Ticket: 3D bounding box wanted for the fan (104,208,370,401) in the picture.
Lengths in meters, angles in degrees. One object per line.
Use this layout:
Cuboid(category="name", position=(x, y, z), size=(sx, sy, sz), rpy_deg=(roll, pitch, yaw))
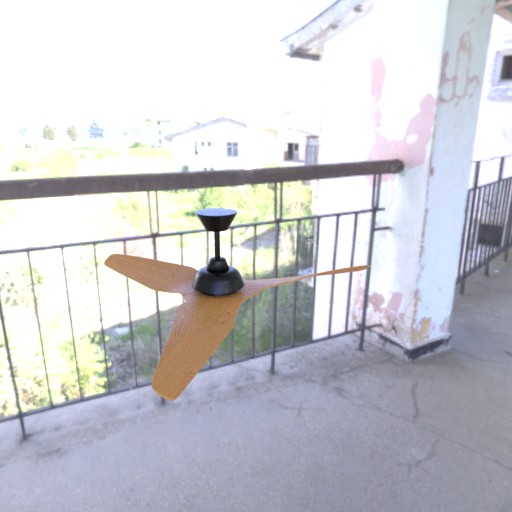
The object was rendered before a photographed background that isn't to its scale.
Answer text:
Cuboid(category="fan", position=(0.000, 0.000, 1.628), size=(1.010, 0.355, 1.142), rpy_deg=(-7, 18, -24))
